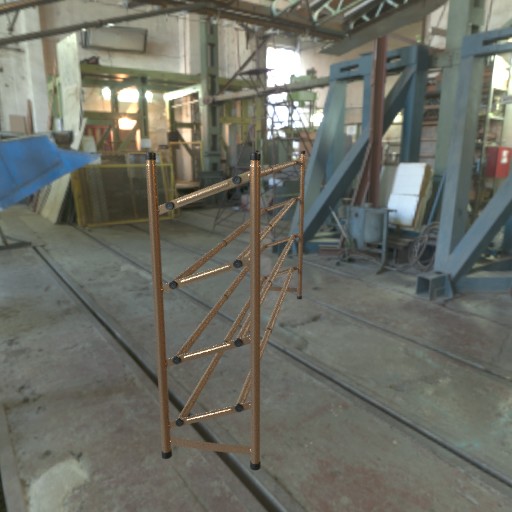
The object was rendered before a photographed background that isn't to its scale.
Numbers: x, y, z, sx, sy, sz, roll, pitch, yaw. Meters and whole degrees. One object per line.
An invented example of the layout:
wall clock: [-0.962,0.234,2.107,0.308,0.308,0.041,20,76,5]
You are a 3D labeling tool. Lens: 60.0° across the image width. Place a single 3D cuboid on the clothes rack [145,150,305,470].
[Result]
clothes rack: [0.000,0.000,1.459,0.229,0.672,1.168,2,14,10]
